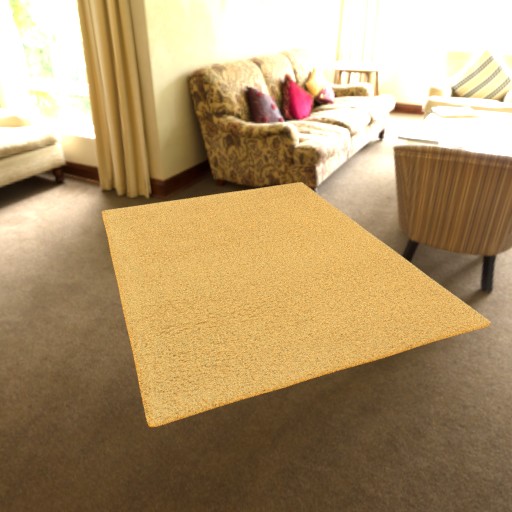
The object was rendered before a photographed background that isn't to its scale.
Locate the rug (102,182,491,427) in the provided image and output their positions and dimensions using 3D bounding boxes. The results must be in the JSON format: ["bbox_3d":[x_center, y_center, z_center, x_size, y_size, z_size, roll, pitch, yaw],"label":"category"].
[{"bbox_3d":[0.000,0.000,4.008,2.438,0.029,3.047,-11,32,-18],"label":"rug"}]
